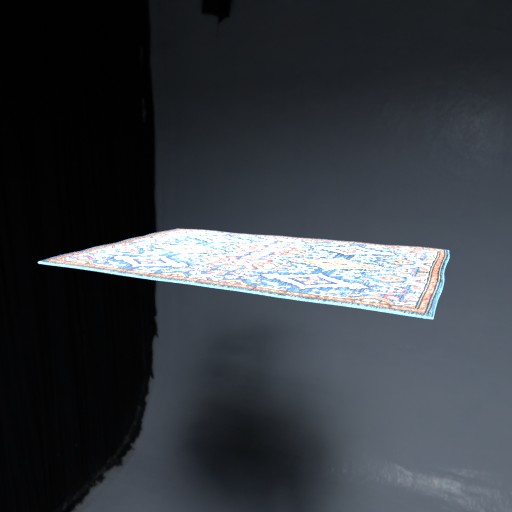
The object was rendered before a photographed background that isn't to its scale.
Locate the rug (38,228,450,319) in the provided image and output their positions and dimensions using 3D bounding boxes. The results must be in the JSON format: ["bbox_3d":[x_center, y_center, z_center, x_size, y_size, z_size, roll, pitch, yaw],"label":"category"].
[{"bbox_3d":[0.000,0.000,2.338,1.847,0.014,1.195,6,14,25],"label":"rug"}]
